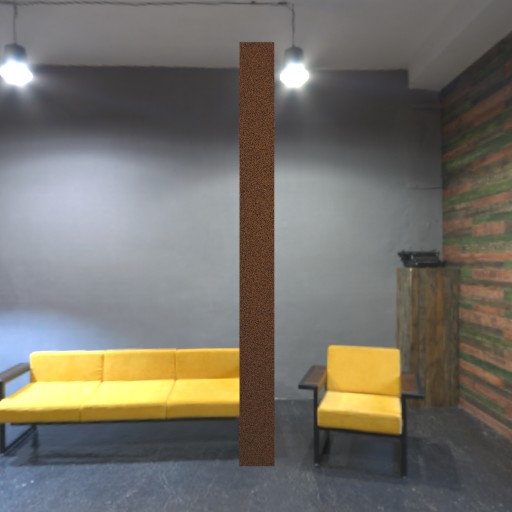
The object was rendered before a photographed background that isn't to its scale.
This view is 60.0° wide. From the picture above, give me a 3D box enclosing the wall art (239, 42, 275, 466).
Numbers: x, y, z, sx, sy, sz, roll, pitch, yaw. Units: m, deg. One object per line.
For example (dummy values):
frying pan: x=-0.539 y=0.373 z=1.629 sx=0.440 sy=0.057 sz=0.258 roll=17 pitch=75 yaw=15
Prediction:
wall art: x=0.000 y=0.000 z=0.749 sx=0.037 sy=0.450 sz=0.557 roll=0 pitch=-1 yaw=0
